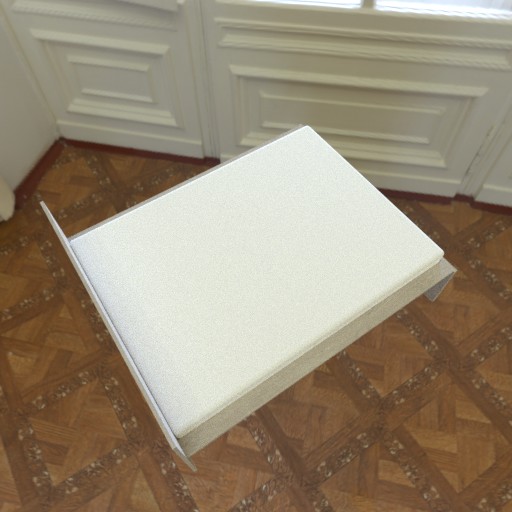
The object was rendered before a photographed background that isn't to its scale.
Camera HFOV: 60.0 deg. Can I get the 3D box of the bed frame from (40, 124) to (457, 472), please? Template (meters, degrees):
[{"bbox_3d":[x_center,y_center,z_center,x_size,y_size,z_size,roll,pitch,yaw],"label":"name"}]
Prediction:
[{"bbox_3d":[0.000,0.000,2.869,1.960,0.800,1.622,-30,63,-17],"label":"bed frame"}]
